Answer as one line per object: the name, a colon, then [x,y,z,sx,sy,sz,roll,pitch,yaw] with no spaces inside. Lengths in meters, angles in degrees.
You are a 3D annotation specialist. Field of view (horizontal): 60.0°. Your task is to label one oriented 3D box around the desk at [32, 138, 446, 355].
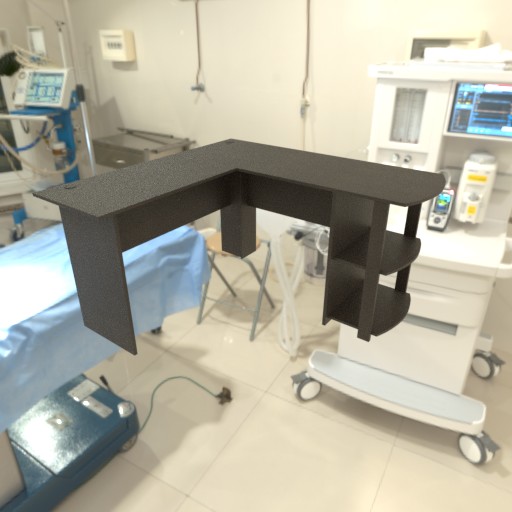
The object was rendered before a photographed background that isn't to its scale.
desk: [0.000,0.000,2.117,1.361,0.716,1.303,19,32,32]
